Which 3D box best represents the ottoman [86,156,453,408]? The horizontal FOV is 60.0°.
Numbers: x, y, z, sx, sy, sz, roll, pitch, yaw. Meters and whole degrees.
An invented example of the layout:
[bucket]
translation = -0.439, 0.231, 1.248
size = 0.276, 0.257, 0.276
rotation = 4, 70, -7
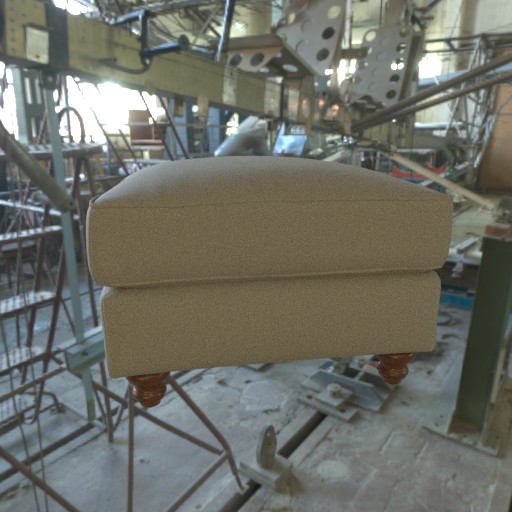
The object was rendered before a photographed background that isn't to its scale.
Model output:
[ottoman]
translation = 0.000, 0.000, 1.152
size = 0.716, 0.505, 0.662
rotation = -2, 15, -9
